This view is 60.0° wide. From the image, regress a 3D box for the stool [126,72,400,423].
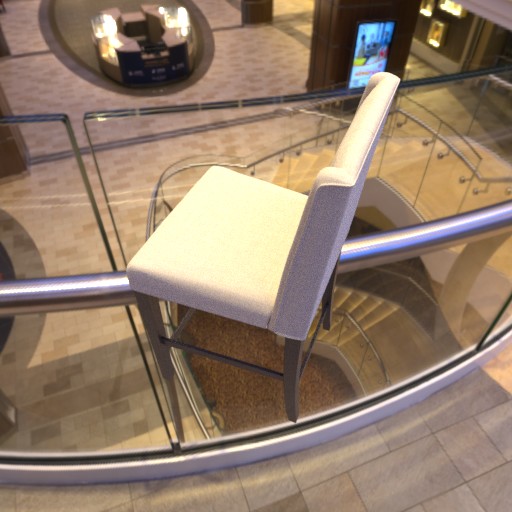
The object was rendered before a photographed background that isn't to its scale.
[{"bbox_3d":[0.000,0.000,1.223,0.509,0.939,0.474,17,48,16],"label":"stool"}]
